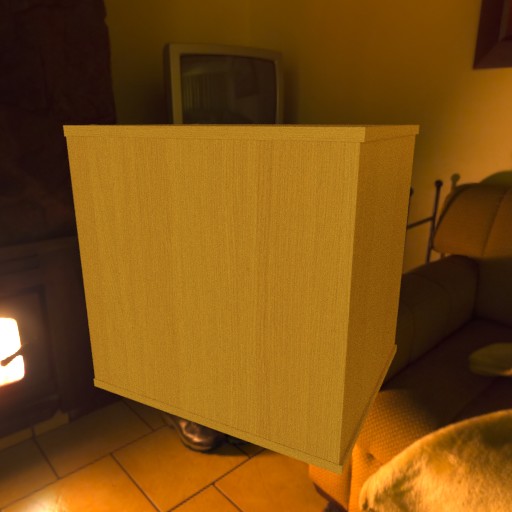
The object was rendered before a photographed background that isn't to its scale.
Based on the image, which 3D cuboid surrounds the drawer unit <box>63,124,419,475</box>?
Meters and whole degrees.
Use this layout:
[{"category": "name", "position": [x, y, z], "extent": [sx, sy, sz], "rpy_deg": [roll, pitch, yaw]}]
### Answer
[{"category": "drawer unit", "position": [0.000, 0.000, 0.605], "extent": [0.349, 0.344, 0.290], "rpy_deg": [9, 19, 26]}]
